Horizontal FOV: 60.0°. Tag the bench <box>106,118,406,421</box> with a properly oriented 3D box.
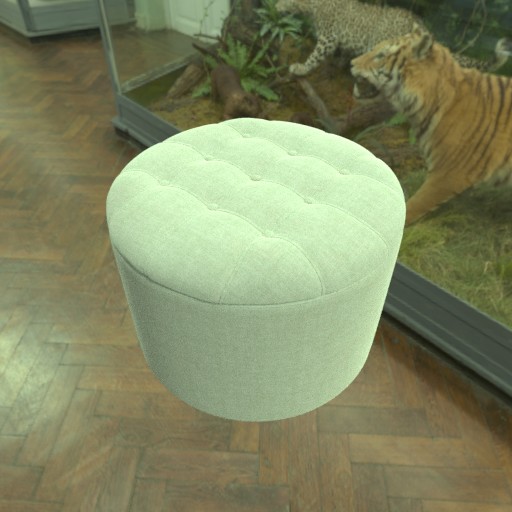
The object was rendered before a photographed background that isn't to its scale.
[{"bbox_3d":[0.000,0.000,1.022,0.600,0.453,0.600,0,42,0],"label":"bench"}]
